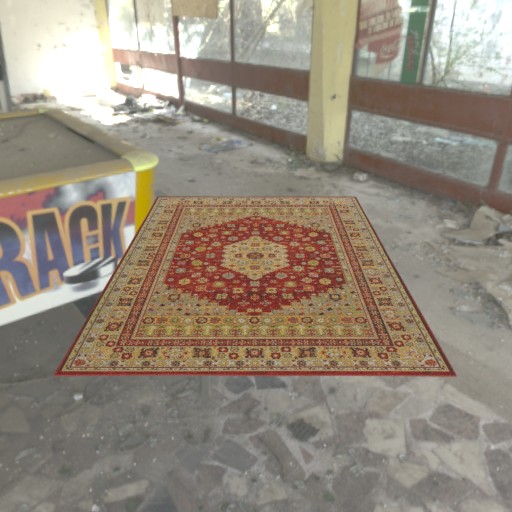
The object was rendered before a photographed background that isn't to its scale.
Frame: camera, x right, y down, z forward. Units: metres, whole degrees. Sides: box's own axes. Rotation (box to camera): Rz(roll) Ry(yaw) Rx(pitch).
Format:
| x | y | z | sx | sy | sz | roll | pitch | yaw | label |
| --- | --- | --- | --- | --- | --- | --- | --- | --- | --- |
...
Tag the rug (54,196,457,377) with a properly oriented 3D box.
| x | y | z | sx | sy | sz | roll | pitch | yaw | label |
| --- | --- | --- | --- | --- | --- | --- | --- | --- | --- |
| 0.000 | 0.000 | 3.969 | 2.387 | 0.013 | 3.053 | 0 | 28 | 0 | rug |
